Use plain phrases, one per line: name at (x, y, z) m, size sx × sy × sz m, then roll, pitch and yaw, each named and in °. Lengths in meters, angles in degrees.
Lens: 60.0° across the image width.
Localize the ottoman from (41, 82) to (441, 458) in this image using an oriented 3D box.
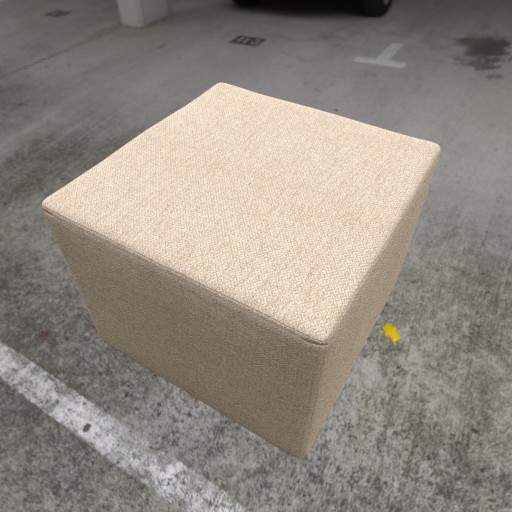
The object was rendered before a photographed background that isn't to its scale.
ottoman at (0.000, 0.000, 0.883) m, size 0.508 × 0.432 × 0.508 m, roll 24°, pitch 50°, yaw 21°
